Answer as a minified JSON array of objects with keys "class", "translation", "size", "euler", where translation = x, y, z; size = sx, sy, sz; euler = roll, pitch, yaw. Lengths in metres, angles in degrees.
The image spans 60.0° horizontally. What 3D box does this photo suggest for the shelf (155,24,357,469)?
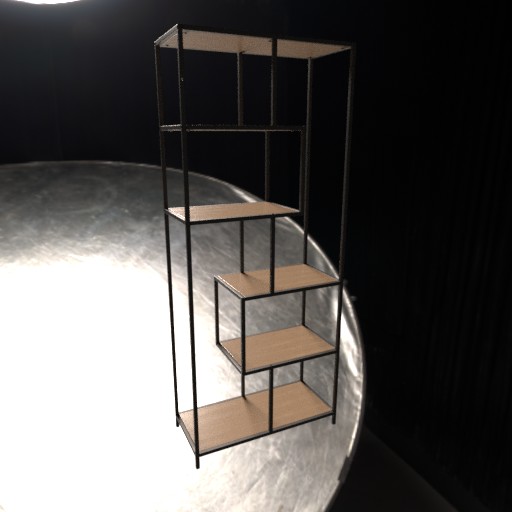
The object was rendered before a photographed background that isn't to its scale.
[{"class":"shelf","translation":[0.000,0.000,2.095],"size":[0.770,1.850,0.350],"euler":[-7,17,-25]}]
